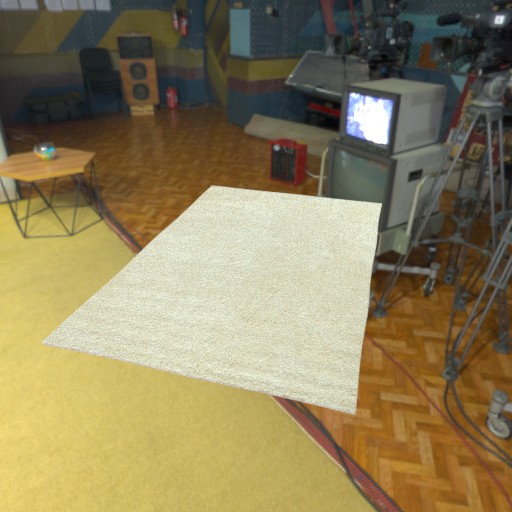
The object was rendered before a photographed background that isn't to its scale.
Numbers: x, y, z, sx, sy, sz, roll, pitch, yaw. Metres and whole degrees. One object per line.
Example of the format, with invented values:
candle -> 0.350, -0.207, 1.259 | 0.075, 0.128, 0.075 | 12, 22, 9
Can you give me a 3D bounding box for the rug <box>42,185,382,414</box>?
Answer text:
rug -> 0.000, 0.000, 3.486 | 1.800, 0.025, 2.699 | 8, 30, 14
